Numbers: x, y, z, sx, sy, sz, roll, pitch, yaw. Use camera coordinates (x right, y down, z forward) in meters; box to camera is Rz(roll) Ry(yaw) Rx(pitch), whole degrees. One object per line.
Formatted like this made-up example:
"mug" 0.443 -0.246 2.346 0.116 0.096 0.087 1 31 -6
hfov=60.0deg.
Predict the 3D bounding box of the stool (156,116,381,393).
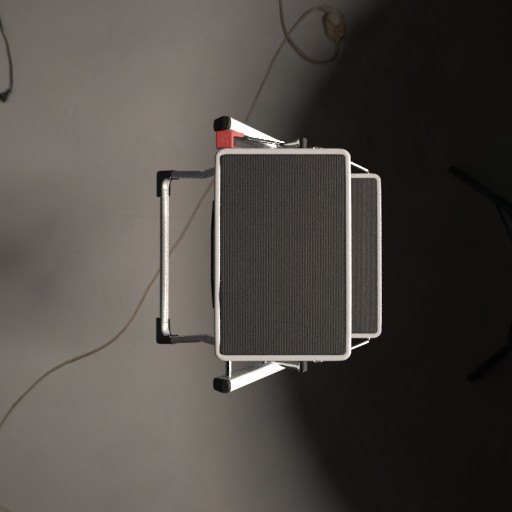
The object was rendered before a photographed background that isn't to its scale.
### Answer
"stool" 0.000 0.000 0.876 0.490 0.445 0.485 0 89 0
